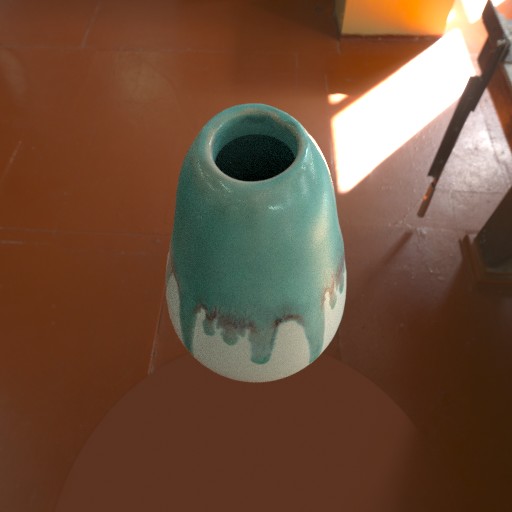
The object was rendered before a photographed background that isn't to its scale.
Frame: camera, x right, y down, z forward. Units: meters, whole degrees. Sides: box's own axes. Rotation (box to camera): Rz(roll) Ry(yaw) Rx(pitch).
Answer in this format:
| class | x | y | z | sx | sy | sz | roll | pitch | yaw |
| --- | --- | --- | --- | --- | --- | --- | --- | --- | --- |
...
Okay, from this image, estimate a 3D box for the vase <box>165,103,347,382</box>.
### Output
| class | x | y | z | sx | sy | sz | roll | pitch | yaw |
| --- | --- | --- | --- | --- | --- | --- | --- | --- | --- |
| vase | 0.000 | 0.000 | 0.258 | 0.116 | 0.179 | 0.116 | 0 | 58 | 0 |
